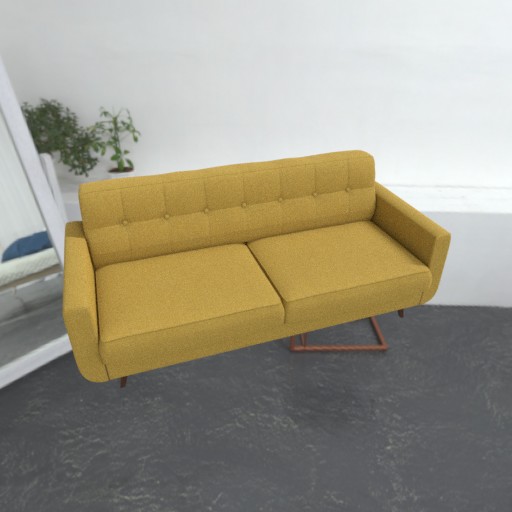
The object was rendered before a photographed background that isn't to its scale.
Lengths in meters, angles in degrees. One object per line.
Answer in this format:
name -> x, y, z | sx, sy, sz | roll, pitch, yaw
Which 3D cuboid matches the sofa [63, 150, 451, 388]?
sofa -> 0.000, 0.000, 2.563 | 2.029, 0.841, 0.909 | -10, 34, -16
